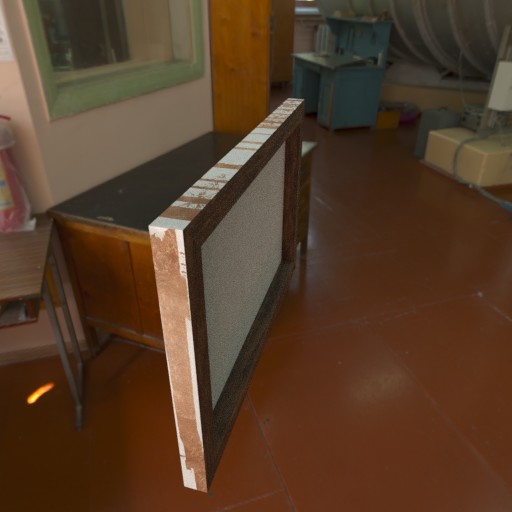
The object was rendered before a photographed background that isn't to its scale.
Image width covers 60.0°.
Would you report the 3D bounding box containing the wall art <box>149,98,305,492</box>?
[{"bbox_3d":[0.000,0.000,0.762,0.035,0.405,0.609,8,32,14],"label":"wall art"}]
